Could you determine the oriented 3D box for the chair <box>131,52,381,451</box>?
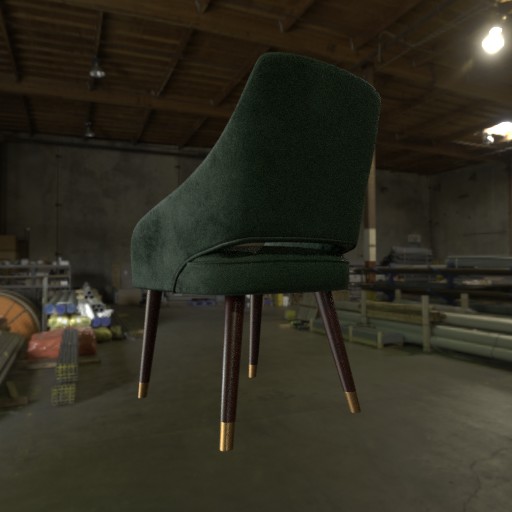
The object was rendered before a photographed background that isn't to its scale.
[{"bbox_3d":[0.000,0.000,1.572,0.683,1.081,0.794,1,-2,-37],"label":"chair"}]
